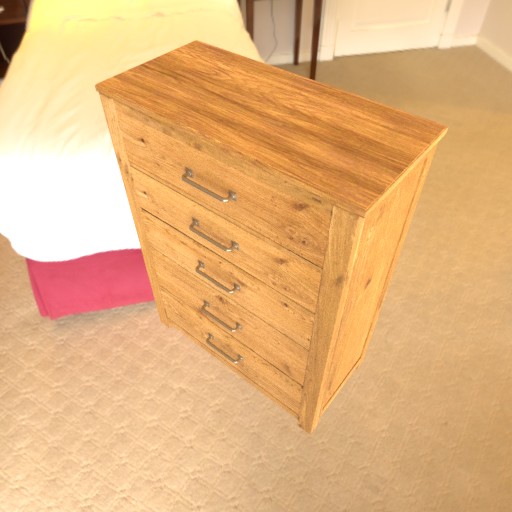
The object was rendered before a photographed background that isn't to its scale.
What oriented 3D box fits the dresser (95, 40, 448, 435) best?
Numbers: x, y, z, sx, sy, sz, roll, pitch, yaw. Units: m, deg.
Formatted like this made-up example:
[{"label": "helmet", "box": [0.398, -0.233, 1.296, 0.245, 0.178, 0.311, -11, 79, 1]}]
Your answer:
[{"label": "dresser", "box": [0.000, 0.000, 1.971, 1.081, 1.431, 0.558, 31, 54, 26]}]
